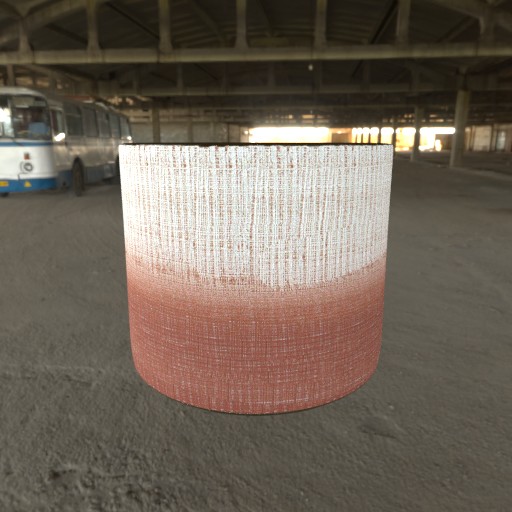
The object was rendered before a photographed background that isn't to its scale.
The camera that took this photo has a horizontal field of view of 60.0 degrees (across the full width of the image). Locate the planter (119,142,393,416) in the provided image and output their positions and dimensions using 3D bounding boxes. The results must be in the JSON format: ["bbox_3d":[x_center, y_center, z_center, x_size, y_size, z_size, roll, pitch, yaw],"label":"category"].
[{"bbox_3d":[0.000,0.000,0.447,0.254,0.221,0.254,0,15,0],"label":"planter"}]
